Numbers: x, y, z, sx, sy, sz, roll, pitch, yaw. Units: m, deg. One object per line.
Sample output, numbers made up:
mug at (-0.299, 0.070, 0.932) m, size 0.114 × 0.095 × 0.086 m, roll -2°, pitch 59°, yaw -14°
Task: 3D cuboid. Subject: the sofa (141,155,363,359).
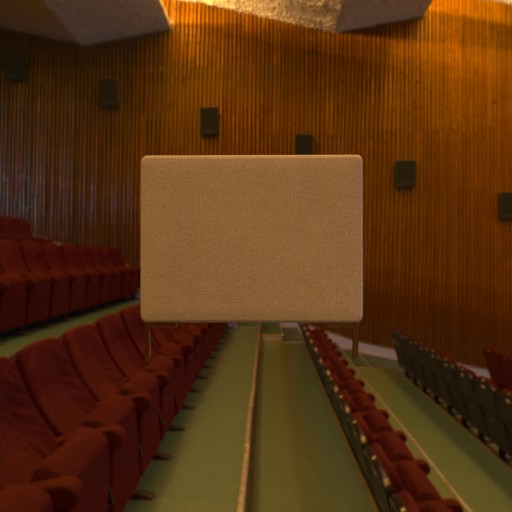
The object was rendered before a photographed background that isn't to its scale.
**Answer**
sofa at (0.000, 0.000, 2.333) m, size 0.686 × 0.635 × 1.981 m, roll 0°, pitch 0°, yaw 1°
